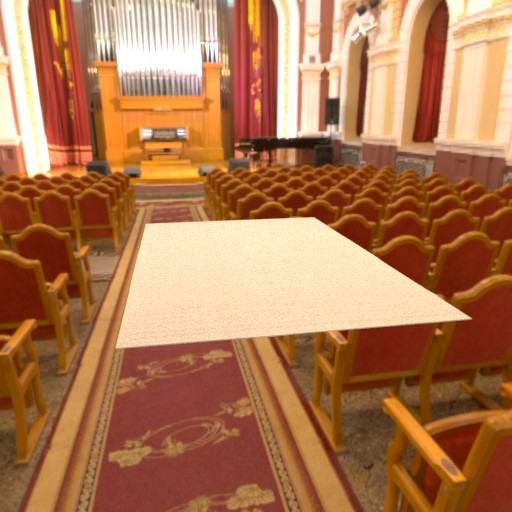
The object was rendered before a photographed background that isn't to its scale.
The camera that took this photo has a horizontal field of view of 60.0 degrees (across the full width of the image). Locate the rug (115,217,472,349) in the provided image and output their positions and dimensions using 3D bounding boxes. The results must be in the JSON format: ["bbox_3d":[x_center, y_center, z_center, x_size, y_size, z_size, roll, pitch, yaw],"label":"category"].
[{"bbox_3d":[0.000,0.000,2.902,1.523,0.006,2.289,-3,17,-10],"label":"rug"}]
